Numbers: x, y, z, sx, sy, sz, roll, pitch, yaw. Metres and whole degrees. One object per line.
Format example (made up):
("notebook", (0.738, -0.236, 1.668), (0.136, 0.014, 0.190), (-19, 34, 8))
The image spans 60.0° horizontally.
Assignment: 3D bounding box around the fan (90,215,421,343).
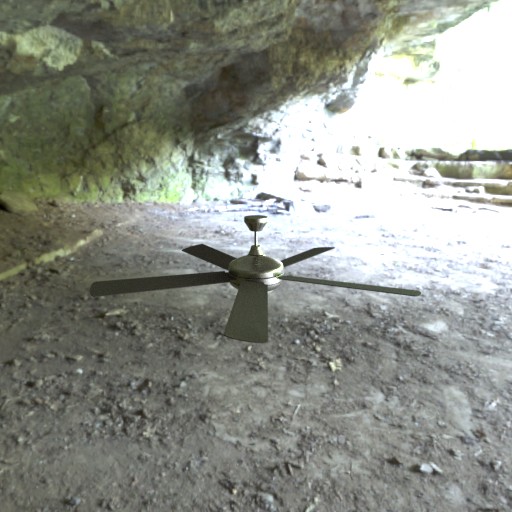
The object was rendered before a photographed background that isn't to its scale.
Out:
("fan", (0.000, 0.000, 1.992), (1.321, 0.356, 1.321), (-13, 19, -42))
